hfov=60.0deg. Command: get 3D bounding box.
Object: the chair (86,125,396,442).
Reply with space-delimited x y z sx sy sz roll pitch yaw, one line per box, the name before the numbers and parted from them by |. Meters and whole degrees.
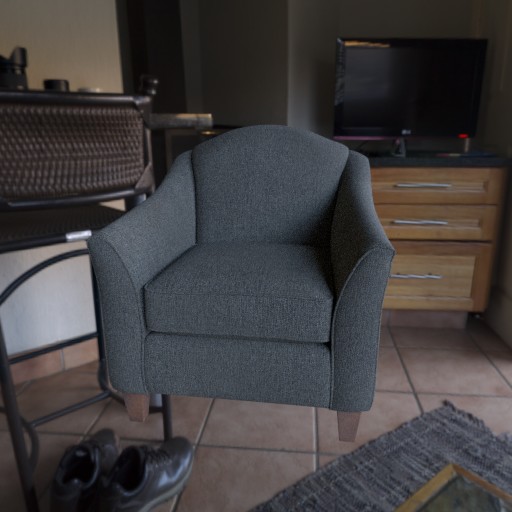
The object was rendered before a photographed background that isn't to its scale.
chair | 0.000 0.000 1.453 0.763 0.839 0.787 2 15 8
